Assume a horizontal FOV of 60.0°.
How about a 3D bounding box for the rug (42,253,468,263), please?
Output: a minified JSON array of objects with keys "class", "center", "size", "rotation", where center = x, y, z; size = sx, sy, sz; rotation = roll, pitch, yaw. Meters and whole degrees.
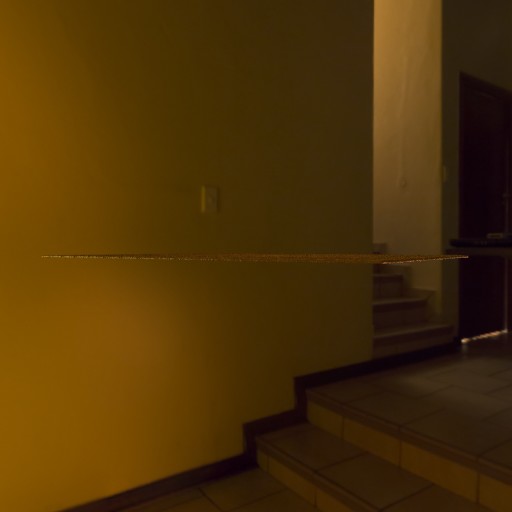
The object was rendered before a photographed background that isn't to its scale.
[{"class":"rug","center":[0.000,0.000,2.833],"size":[2.214,0.013,1.609],"rotation":[1,1,35]}]
